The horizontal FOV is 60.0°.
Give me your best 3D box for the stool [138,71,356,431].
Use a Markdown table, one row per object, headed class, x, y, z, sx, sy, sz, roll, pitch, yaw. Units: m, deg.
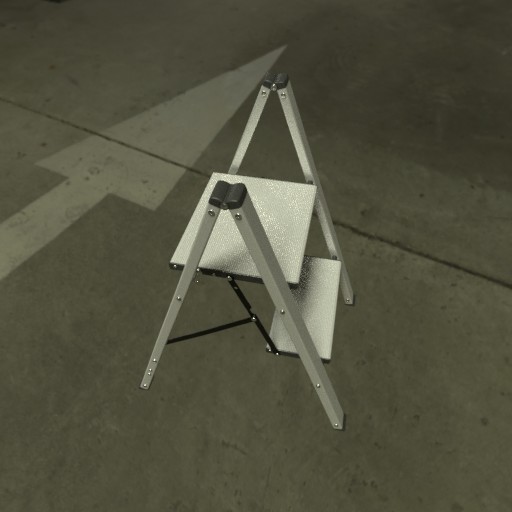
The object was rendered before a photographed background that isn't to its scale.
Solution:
| class | x | y | z | sx | sy | sz | roll | pitch | yaw |
| --- | --- | --- | --- | --- | --- | --- | --- | --- | --- |
| stool | 0.000 | 0.000 | 1.021 | 0.535 | 0.670 | 0.440 | 9 | 47 | 8 |
